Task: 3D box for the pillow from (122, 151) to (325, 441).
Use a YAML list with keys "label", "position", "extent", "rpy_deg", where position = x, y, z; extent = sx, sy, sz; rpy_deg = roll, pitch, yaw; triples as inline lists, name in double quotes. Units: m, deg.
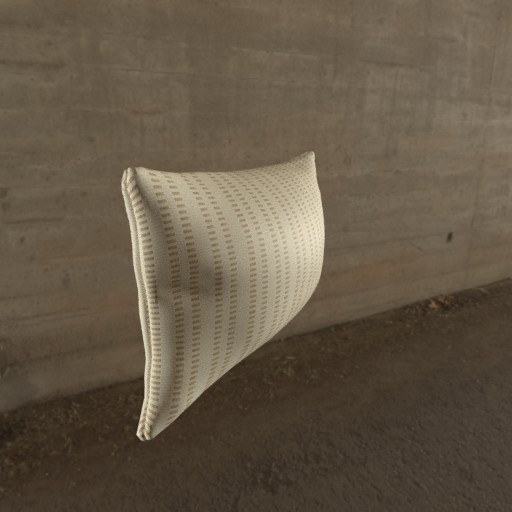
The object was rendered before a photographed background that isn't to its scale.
- label: "pillow"
  position: [0.000, 0.000, 0.803]
  extent: [0.210, 0.353, 0.640]
  rpy_deg: [7, 17, 25]
